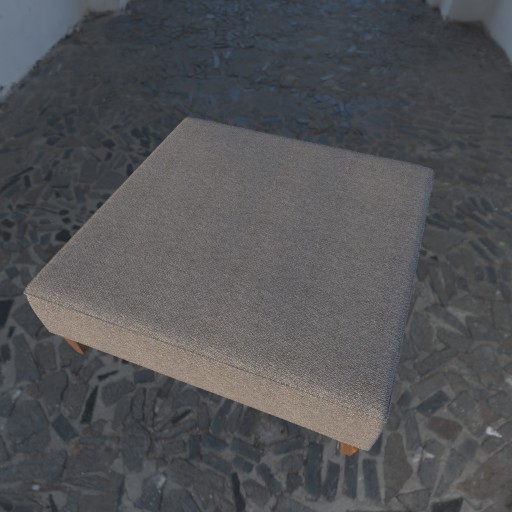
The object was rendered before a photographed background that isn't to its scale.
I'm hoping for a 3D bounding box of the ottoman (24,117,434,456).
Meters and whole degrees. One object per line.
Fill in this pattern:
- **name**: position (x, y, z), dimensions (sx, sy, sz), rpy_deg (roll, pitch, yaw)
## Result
- **ottoman**: position (0.000, 0.000, 1.474), dimensions (0.981, 0.378, 0.970), rpy_deg (16, 50, 14)
